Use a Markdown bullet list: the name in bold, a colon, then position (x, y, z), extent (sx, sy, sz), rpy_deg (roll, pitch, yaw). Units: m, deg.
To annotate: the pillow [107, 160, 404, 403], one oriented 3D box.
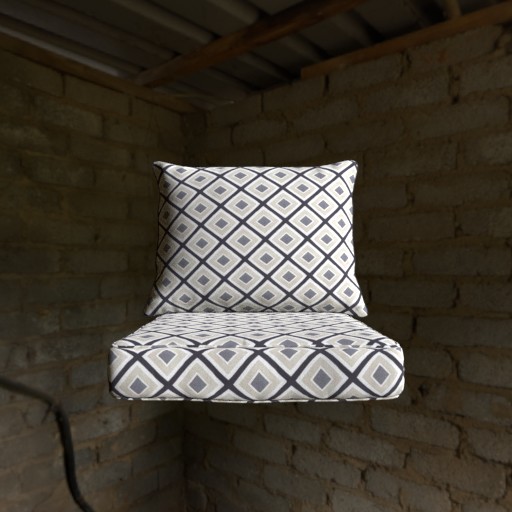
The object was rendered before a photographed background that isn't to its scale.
- **pillow**: position (0.000, 0.000, 1.361), extent (0.798, 0.722, 0.733), rpy_deg (0, -1, 0)
